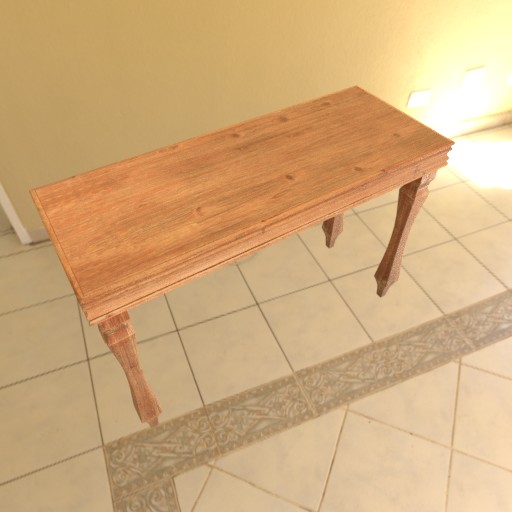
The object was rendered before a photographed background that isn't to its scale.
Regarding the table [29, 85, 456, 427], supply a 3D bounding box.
[{"bbox_3d":[0.000,0.000,1.774,1.330,0.873,0.522,-25,51,-22],"label":"table"}]
